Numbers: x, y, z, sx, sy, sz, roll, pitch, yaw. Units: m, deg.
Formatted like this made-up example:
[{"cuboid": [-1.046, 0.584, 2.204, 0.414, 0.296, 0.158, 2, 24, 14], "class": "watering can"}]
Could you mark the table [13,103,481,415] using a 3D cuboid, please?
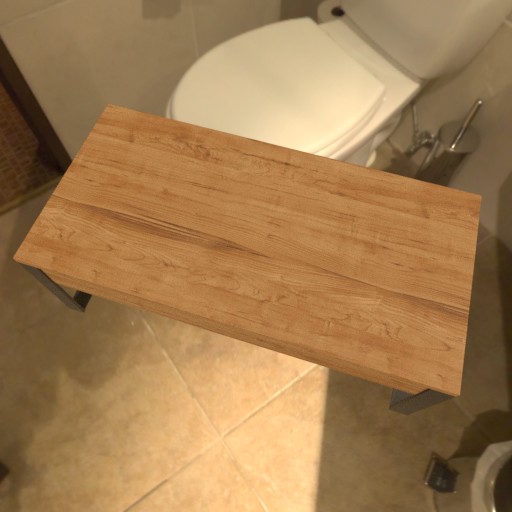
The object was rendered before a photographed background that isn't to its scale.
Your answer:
[{"cuboid": [0.000, 0.000, 1.411, 1.180, 0.400, 0.590, 16, 65, 8], "class": "table"}]
